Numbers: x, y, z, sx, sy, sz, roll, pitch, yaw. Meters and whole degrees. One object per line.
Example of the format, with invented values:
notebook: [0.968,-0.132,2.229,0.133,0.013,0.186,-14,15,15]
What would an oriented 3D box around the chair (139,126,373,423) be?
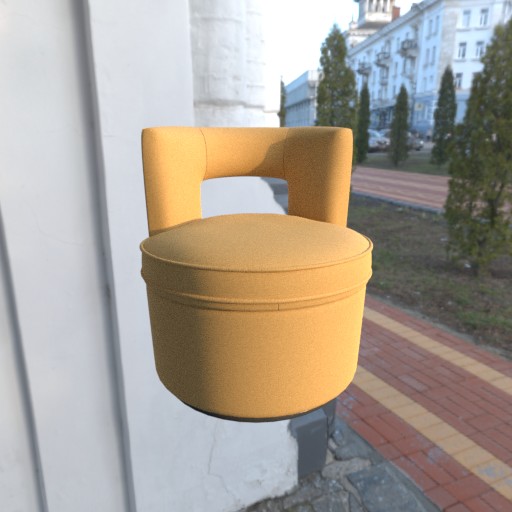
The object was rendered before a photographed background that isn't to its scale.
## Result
chair: [0.000,0.000,1.282,0.650,0.723,0.665,-3,16,-9]
